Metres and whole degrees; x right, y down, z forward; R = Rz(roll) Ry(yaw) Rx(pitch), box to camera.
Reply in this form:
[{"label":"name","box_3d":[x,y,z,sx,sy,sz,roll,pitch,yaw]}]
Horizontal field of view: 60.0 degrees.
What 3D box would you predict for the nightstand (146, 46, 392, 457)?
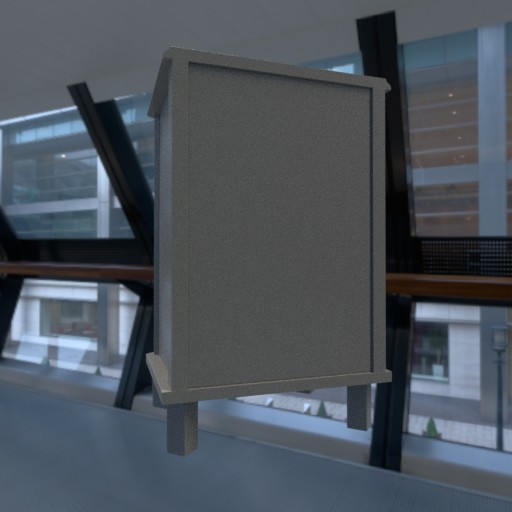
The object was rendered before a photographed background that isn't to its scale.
[{"label":"nightstand","box_3d":[0.000,0.000,0.949,0.435,0.680,0.348,0,-1,-18]}]
